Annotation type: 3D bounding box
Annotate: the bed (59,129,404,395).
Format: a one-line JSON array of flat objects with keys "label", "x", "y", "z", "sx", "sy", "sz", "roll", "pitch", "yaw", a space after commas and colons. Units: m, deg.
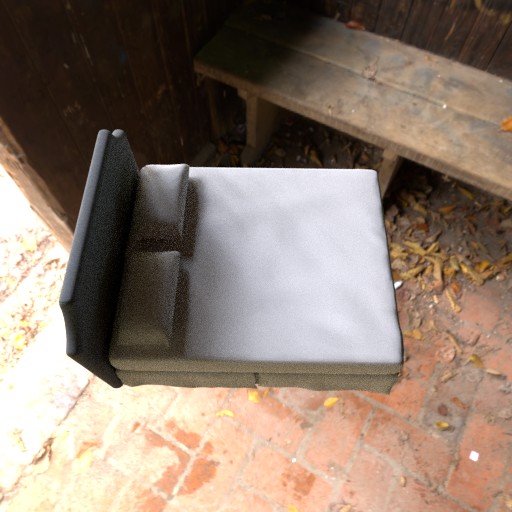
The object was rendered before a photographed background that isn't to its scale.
[{"label": "bed", "x": 0.000, "y": 0.000, "z": 3.403, "sx": 2.259, "sy": 1.296, "sz": 1.811, "roll": 1, "pitch": 62, "yaw": 0}]
